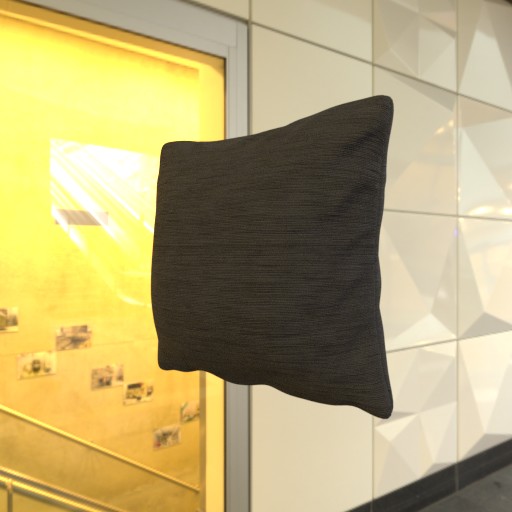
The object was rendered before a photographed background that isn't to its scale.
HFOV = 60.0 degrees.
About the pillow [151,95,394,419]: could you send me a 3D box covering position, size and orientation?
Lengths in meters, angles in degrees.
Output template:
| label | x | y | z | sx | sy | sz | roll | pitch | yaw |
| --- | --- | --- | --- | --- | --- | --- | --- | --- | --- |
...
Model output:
| label | x | y | z | sx | sy | sz | roll | pitch | yaw |
| --- | --- | --- | --- | --- | --- | --- | --- | --- | --- |
| pillow | 0.000 | 0.000 | 0.687 | 0.432 | 0.414 | 0.246 | 0 | 0 | 37 |
